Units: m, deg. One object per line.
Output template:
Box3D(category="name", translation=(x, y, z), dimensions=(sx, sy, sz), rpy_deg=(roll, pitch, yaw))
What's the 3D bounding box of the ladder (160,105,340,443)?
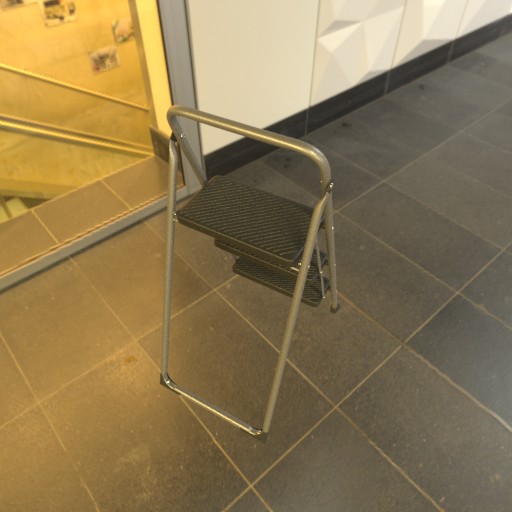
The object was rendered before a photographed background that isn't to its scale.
Box3D(category="ladder", translation=(0.000, 0.000, 1.314), dimensions=(0.430, 0.945, 0.629), rpy_deg=(22, 51, 20))
